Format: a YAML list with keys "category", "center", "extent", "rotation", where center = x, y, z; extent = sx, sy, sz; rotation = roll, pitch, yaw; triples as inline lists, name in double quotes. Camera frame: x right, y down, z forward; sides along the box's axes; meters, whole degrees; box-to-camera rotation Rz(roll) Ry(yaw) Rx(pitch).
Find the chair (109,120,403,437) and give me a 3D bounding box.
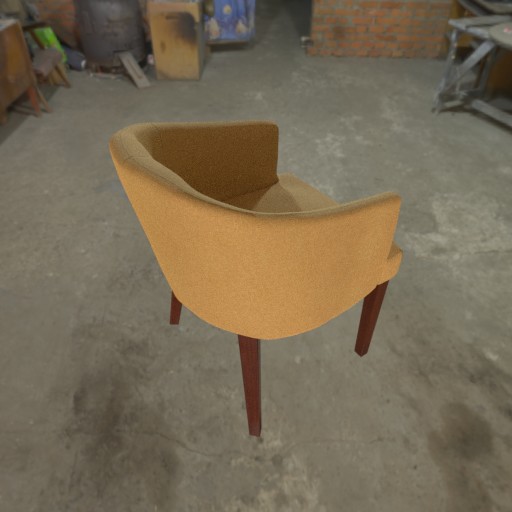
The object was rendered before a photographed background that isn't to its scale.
- category: "chair"
  center: [0.000, 0.000, 1.273]
  extent: [0.655, 0.811, 0.583]
  rotation: [-24, 46, -25]
